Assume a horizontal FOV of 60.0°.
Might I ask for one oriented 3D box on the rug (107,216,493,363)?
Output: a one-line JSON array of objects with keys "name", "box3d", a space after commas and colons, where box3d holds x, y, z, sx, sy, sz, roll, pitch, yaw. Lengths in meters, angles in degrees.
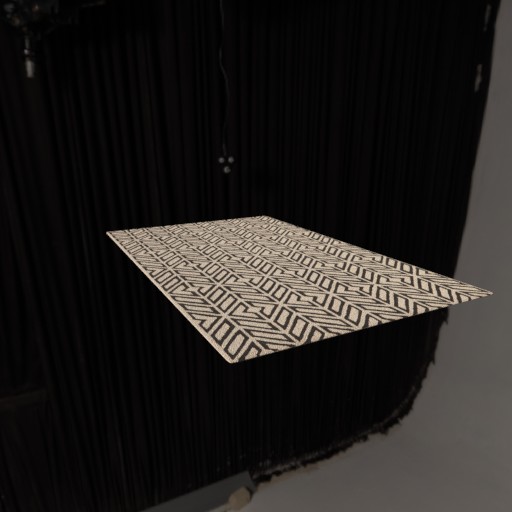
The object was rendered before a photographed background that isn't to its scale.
[{"name": "rug", "box3d": [0.000, 0.000, 3.000, 1.523, 0.008, 2.438, -8, 18, -27]}]
